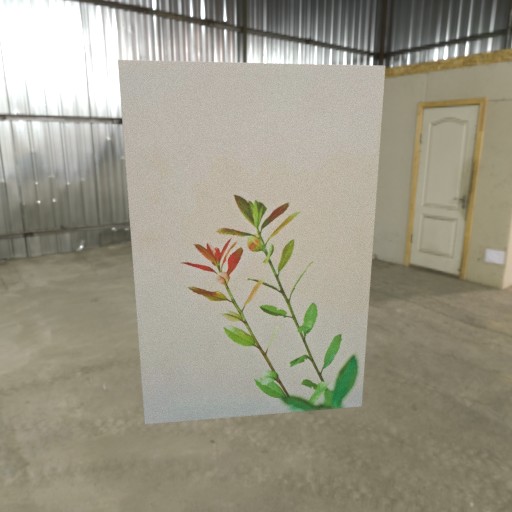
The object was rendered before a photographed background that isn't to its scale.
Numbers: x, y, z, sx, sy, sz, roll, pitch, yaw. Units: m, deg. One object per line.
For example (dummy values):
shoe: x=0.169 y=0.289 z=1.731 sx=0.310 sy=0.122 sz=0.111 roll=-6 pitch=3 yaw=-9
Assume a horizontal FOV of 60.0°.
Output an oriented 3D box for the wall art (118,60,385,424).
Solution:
wall art: x=0.000 y=0.000 z=1.421 sx=0.764 sy=1.143 sz=0.038 roll=-2 pitch=15 yaw=-7
